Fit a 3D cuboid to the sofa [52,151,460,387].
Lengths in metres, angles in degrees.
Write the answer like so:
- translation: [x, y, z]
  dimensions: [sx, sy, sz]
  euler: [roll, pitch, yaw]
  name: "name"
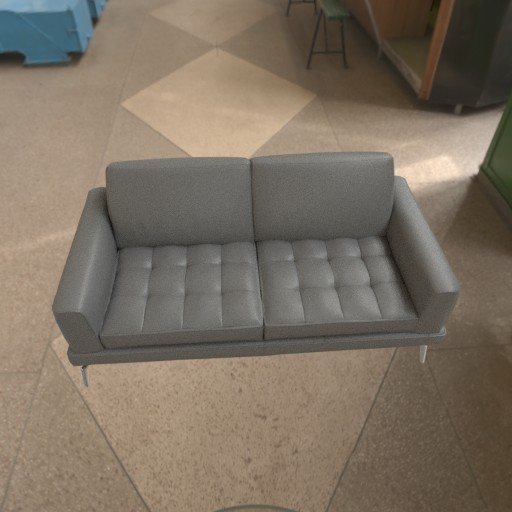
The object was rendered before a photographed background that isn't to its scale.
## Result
- translation: [0.000, 0.000, 2.726]
  dimensions: [2.177, 0.930, 1.121]
  euler: [-3, 45, -3]
  name: "sofa"
